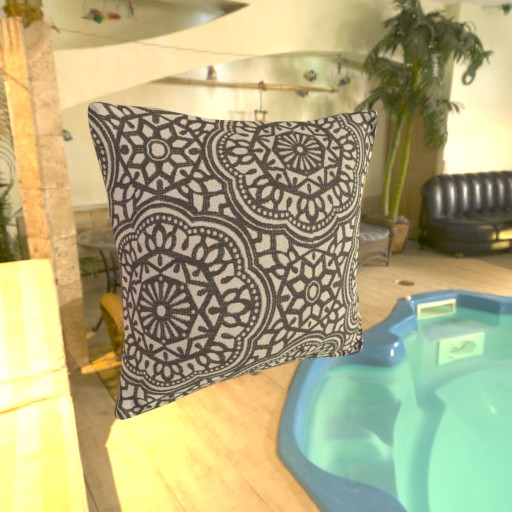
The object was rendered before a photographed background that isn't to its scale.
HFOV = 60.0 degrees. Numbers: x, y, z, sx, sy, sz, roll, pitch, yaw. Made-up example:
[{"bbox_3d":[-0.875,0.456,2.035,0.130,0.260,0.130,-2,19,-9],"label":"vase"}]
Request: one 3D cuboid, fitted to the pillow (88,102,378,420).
[{"bbox_3d":[0.000,0.000,0.650,0.436,0.417,0.148,-8,17,-27],"label":"pillow"}]
